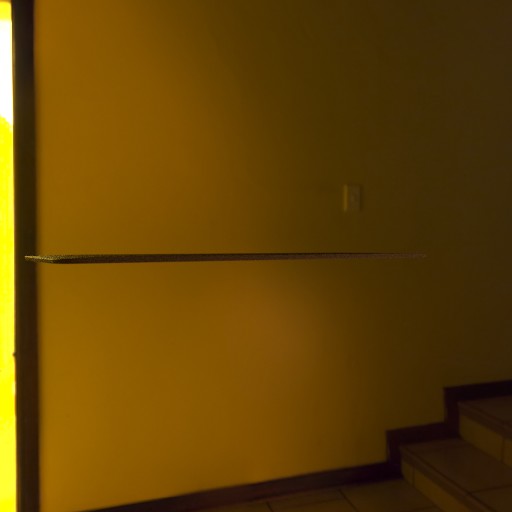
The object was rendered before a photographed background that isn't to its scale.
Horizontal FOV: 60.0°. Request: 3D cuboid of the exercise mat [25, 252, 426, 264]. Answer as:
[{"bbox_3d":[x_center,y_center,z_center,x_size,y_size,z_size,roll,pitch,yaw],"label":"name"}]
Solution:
[{"bbox_3d":[0.000,0.000,2.069,1.869,0.021,0.616,-1,1,-36],"label":"exercise mat"}]
